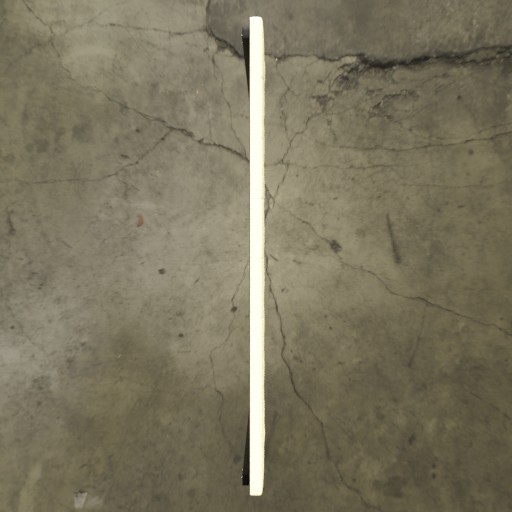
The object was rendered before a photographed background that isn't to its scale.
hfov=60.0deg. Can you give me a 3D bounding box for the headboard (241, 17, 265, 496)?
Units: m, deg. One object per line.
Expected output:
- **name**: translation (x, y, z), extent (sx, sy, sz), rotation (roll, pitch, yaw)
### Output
- **headboard**: translation (0.000, 0.000, 2.869), extent (0.120, 1.410, 2.362), rotation (0, 91, 1)
